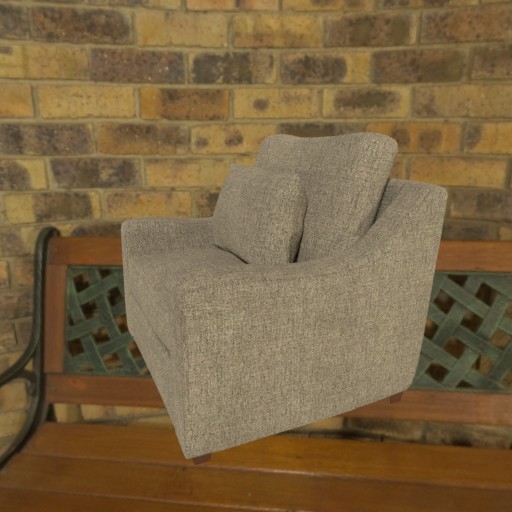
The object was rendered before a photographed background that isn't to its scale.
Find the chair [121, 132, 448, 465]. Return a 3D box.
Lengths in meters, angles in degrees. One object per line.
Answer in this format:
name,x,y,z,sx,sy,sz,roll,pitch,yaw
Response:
chair,0.000,0.000,1.933,1.009,1.037,1.138,-7,17,-24
